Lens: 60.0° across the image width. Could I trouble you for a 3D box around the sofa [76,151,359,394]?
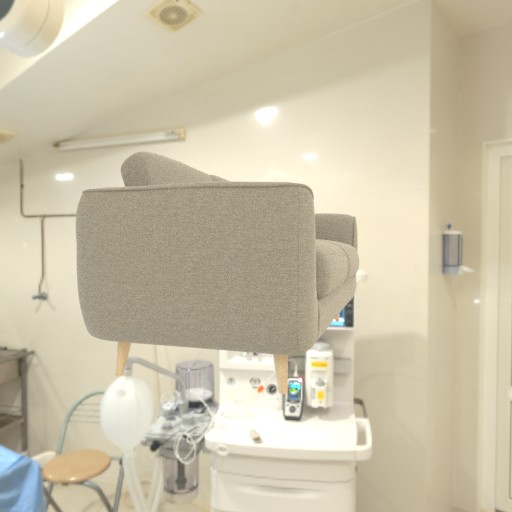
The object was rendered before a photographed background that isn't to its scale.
[{"bbox_3d":[0.000,0.000,2.196,0.920,0.850,1.700,1,2,18],"label":"sofa"}]
